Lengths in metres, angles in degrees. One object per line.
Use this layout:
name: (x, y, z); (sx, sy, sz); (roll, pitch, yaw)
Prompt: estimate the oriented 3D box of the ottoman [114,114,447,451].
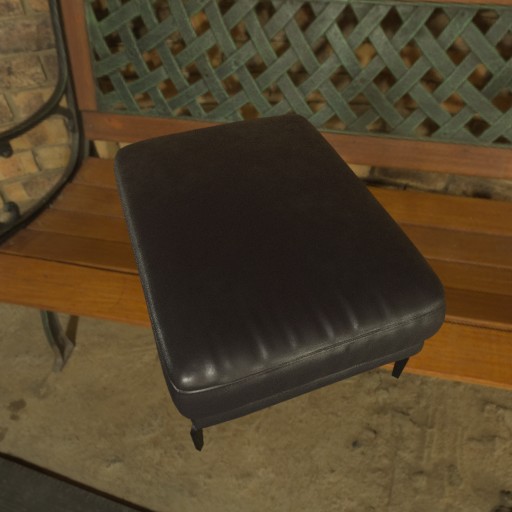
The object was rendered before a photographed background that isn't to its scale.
ottoman: (0.000, 0.000, 1.115); (0.570, 0.402, 0.764); (-15, 49, -14)
